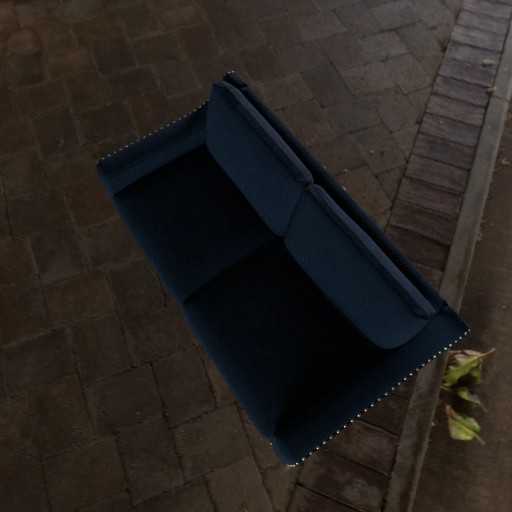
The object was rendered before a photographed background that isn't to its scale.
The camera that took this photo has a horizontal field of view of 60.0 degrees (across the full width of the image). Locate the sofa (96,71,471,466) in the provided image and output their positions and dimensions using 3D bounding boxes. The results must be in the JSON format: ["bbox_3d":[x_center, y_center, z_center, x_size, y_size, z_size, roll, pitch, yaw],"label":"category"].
[{"bbox_3d":[0.000,0.000,2.677,1.104,0.983,2.107,-32,69,-14],"label":"sofa"}]
